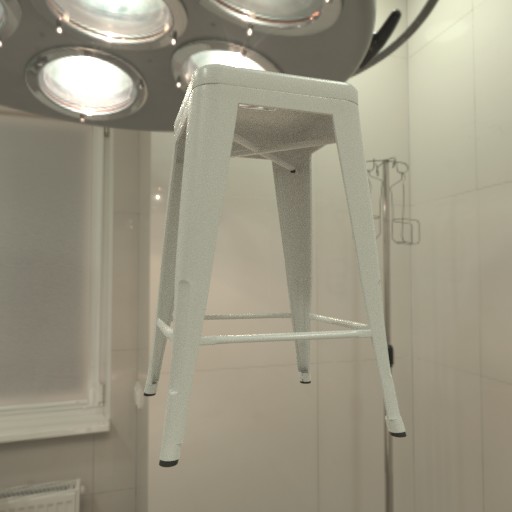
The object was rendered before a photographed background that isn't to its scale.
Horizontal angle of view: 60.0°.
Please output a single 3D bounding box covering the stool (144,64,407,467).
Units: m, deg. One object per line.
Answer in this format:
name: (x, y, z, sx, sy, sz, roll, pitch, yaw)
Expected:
stool: (0.000, 0.000, 0.880, 0.406, 0.610, 0.406, 1, -3, -17)
